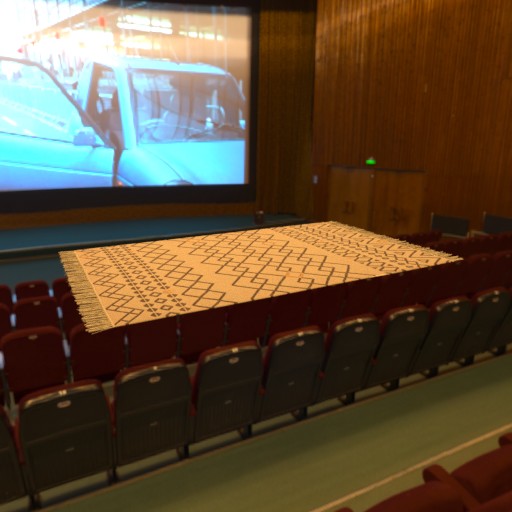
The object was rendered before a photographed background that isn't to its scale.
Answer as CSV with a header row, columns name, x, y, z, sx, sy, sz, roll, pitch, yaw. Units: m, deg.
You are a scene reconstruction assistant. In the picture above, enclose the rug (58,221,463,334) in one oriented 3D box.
name,x,y,z,sx,sy,sz,roll,pitch,yaw
rug,0.000,0.000,2.556,2.023,0.028,1.224,-8,18,-27
